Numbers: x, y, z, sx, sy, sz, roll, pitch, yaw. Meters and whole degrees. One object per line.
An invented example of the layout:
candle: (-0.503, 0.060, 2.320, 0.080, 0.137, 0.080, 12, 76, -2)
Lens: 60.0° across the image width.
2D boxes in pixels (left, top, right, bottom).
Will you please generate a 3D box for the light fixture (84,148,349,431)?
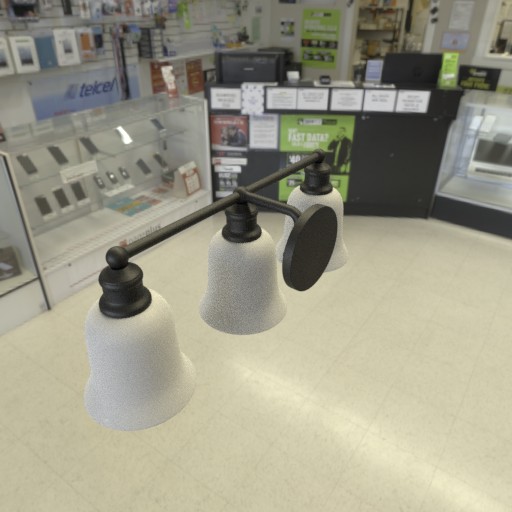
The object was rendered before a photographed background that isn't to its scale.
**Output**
light fixture: (0.000, 0.000, 0.659, 0.198, 0.211, 0.570, 22, 38, 31)
